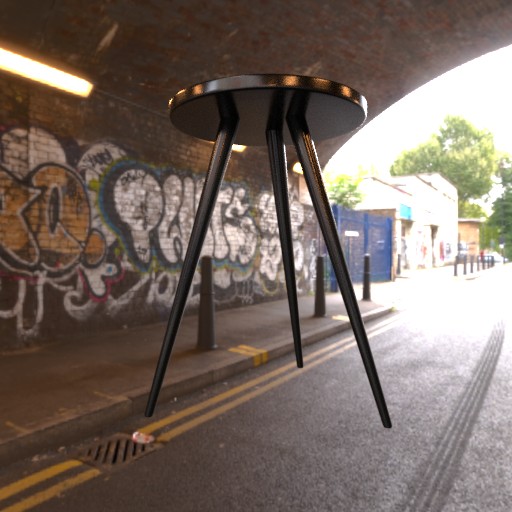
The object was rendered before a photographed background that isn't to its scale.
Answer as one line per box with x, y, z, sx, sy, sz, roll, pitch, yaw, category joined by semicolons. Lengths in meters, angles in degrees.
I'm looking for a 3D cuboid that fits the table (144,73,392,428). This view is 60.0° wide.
0.000;0.000;0.839;0.415;0.548;0.403;0;0;-18;table
